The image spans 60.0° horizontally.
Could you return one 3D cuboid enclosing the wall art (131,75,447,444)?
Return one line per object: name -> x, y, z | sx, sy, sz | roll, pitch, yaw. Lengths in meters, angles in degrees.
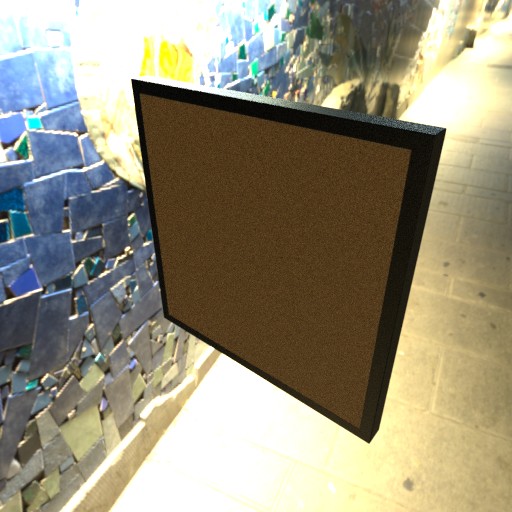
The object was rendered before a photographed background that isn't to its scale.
wall art -> 0.000, 0.000, 0.739 | 0.508, 0.508, 0.036 | 23, 39, 33
